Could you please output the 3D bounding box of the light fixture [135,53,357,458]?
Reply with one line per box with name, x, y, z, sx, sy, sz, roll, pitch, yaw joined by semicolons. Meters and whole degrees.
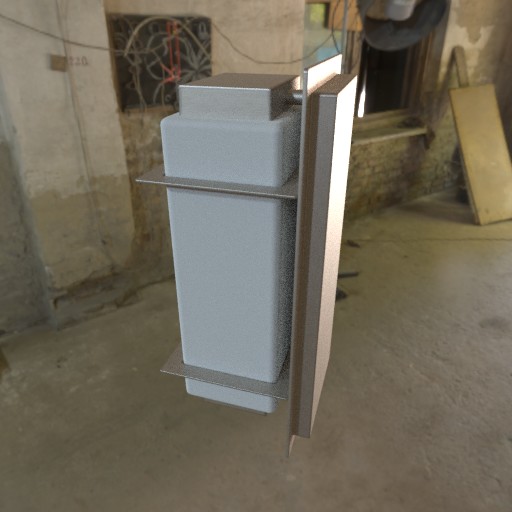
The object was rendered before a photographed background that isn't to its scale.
light fixture;0.000;0.000;0.465;0.160;0.380;0.168;8;29;15
